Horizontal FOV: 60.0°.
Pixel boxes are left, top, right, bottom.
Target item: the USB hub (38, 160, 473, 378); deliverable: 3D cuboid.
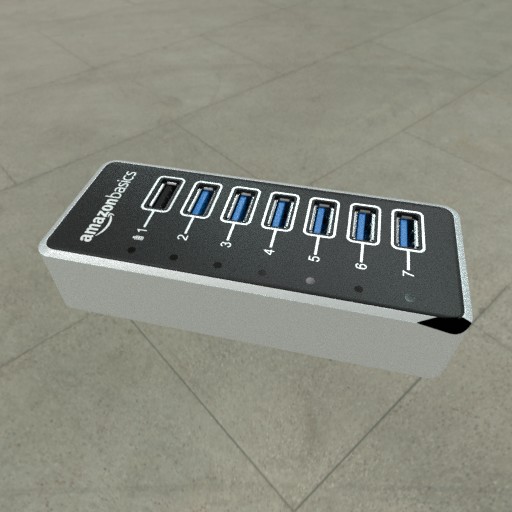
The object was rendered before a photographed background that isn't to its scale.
[{"bbox_3d":[0.000,0.000,0.129,0.110,0.023,0.044,9,47,9],"label":"USB hub"}]
